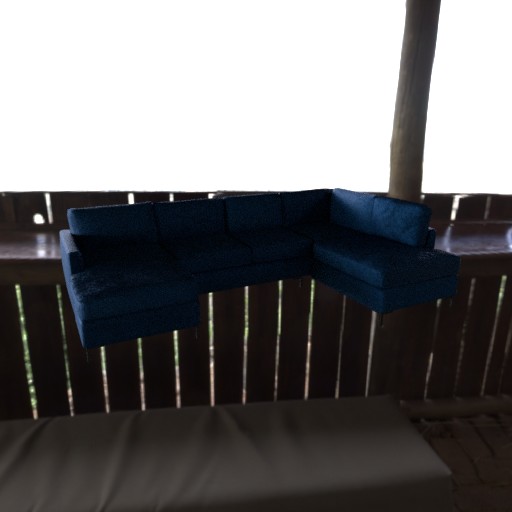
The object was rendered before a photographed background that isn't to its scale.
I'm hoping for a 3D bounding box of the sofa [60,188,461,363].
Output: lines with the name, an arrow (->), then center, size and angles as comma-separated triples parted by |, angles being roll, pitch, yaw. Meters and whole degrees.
sofa -> 0.000, 0.000, 4.386 | 3.434, 0.992, 2.055 | -8, 19, -26
